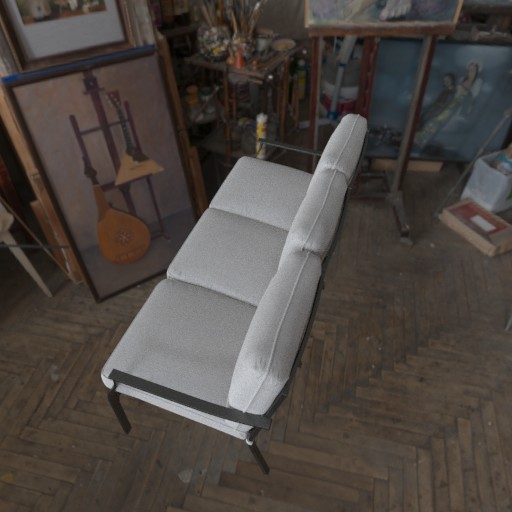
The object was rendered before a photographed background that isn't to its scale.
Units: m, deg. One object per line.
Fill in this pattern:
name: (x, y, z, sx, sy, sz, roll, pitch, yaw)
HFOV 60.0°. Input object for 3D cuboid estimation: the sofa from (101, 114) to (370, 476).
sofa: (0.000, 0.000, 2.213, 0.787, 0.860, 1.740, 14, 47, 13)
